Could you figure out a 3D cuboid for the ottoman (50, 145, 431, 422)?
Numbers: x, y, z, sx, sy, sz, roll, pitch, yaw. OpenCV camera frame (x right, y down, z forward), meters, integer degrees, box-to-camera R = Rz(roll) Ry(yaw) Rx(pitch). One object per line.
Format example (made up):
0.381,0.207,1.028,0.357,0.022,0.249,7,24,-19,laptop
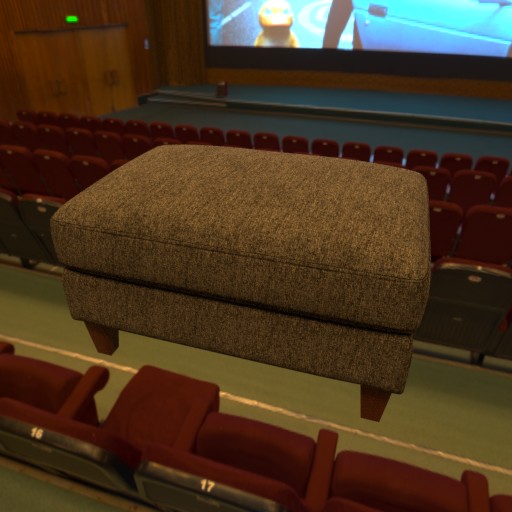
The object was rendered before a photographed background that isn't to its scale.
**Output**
0.000,0.000,1.225,0.864,0.483,0.584,9,33,15,ottoman
